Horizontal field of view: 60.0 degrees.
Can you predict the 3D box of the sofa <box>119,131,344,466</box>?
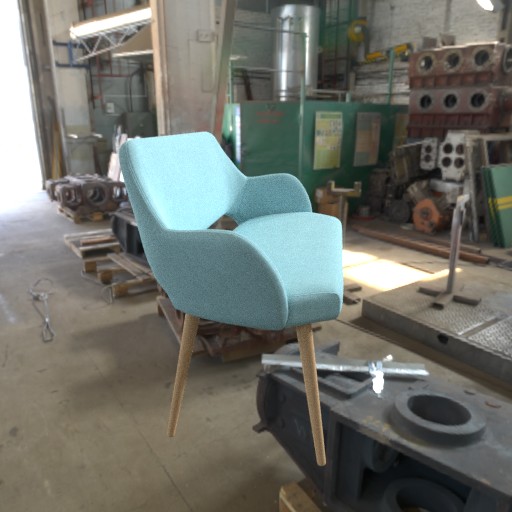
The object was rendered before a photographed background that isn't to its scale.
[{"bbox_3d":[0.000,0.000,1.597,0.610,0.840,1.150,3,18,10],"label":"sofa"}]
